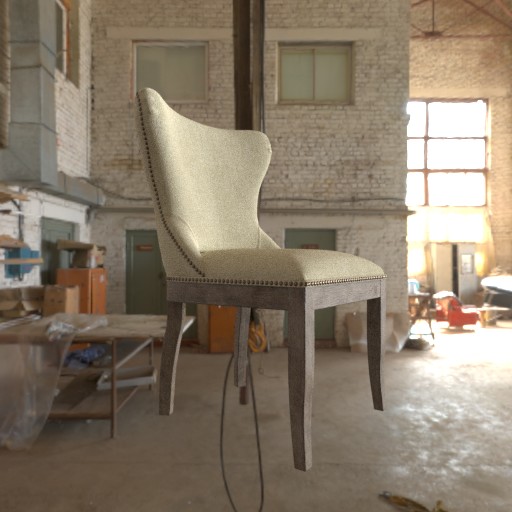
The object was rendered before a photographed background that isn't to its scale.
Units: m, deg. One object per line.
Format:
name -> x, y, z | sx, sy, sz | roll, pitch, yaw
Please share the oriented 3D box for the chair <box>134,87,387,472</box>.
chair -> 0.000, 0.000, 1.438 | 0.681, 1.002, 0.654 | 0, 0, 36
